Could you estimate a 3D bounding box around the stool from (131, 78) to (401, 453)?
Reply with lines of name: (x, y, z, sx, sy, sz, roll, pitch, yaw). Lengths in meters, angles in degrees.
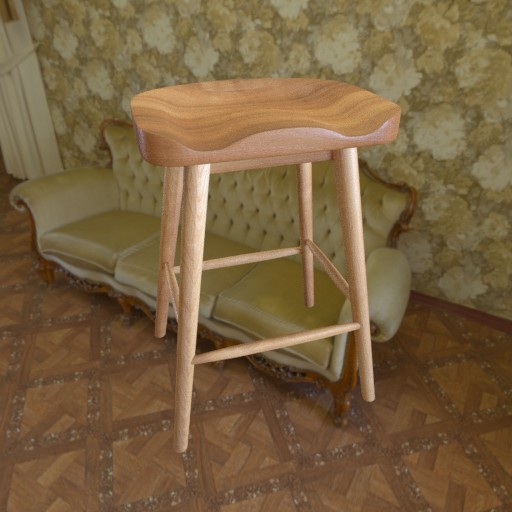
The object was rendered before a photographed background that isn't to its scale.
stool: (0.000, 0.000, 0.890, 0.440, 0.615, 0.361, -9, 34, -14)
